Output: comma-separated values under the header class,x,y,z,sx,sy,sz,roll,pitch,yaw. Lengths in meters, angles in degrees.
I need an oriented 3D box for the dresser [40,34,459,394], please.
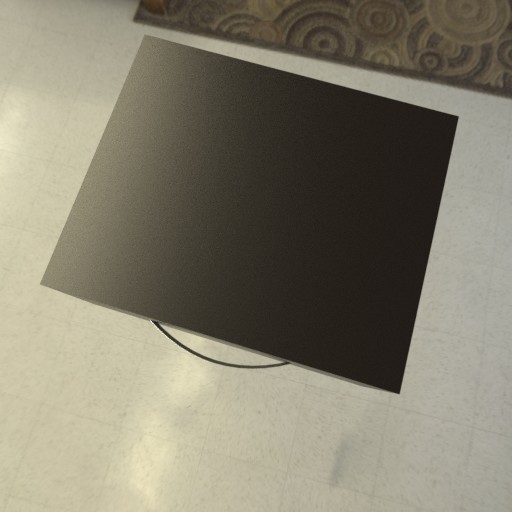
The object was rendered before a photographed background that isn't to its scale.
class,x,y,z,sx,sy,sz,roll,pitch,yaw
dresser,0.000,0.000,0.732,0.400,0.470,0.360,16,77,4
